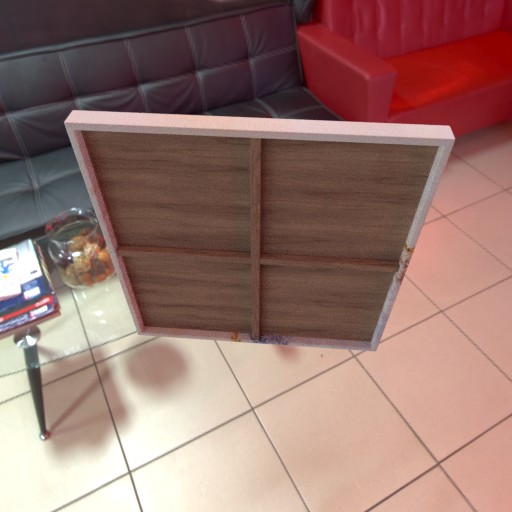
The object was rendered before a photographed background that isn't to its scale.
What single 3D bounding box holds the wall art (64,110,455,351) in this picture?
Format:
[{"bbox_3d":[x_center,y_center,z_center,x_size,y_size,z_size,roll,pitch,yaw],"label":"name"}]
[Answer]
[{"bbox_3d":[0.000,0.000,1.605,1.061,1.061,0.071,3,47,3],"label":"wall art"}]
